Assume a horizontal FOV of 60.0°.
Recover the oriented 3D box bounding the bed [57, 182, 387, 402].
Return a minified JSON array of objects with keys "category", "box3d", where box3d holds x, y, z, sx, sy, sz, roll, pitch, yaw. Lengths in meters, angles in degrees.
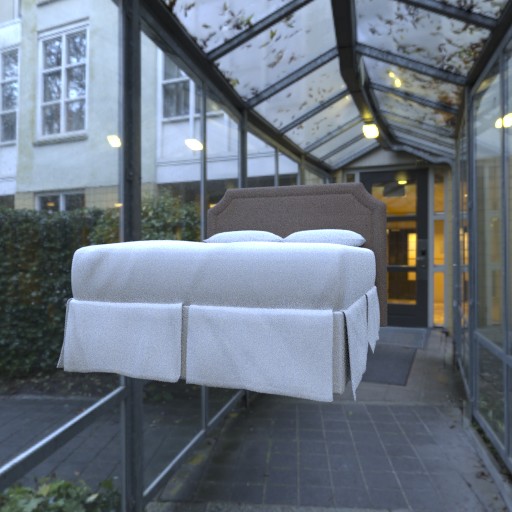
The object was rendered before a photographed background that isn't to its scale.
[{"category":"bed","box3d":[0.000,0.000,3.141,1.693,1.290,2.116,0,0,19]}]
